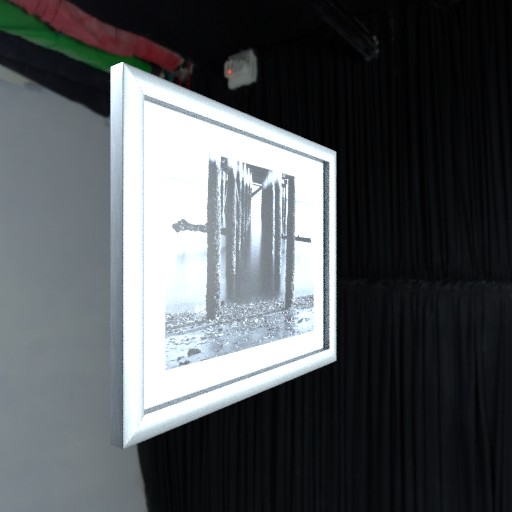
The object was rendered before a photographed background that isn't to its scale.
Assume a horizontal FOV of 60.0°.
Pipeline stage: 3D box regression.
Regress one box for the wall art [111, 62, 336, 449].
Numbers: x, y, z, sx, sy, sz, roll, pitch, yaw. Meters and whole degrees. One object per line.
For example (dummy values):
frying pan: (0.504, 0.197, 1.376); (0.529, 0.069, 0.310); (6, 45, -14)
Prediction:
wall art: (0.000, 0.000, 0.752); (0.028, 0.457, 0.556); (0, 0, 37)
